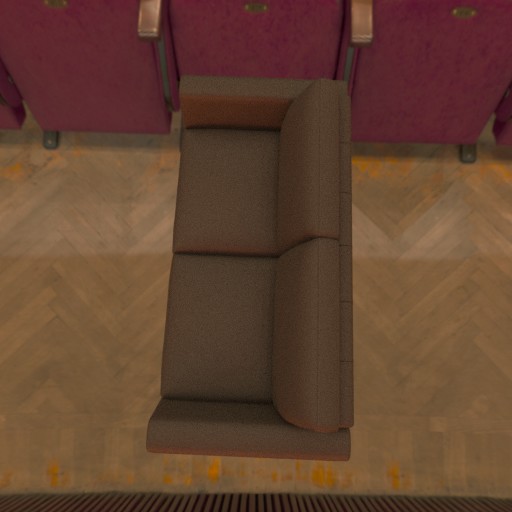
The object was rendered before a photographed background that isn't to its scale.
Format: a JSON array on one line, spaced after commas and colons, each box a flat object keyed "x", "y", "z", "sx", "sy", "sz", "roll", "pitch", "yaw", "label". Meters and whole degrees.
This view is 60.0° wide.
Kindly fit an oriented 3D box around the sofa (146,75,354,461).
[{"x": 0.000, "y": 0.000, "z": 2.437, "sx": 0.953, "sy": 0.875, "sz": 2.017, "roll": 2, "pitch": 76, "yaw": 1, "label": "sofa"}]
